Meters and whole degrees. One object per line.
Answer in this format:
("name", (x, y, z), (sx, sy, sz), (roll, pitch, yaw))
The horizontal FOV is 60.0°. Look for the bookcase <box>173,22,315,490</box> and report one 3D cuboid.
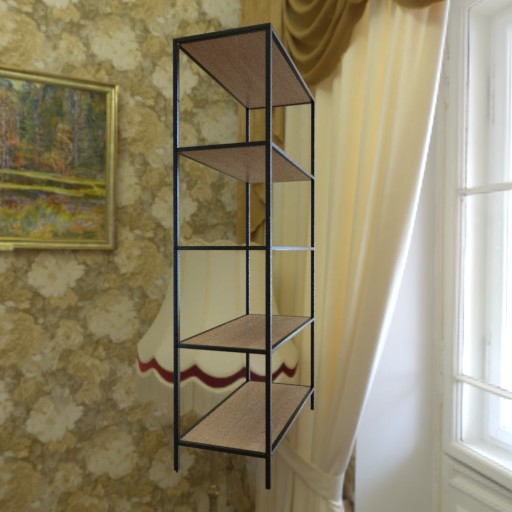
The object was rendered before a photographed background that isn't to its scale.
("bookcase", (0.000, 0.000, 1.841), (0.350, 1.500, 0.770), (0, 1, 18))
